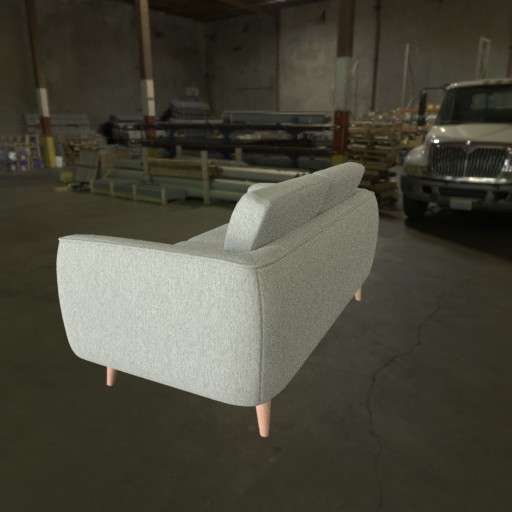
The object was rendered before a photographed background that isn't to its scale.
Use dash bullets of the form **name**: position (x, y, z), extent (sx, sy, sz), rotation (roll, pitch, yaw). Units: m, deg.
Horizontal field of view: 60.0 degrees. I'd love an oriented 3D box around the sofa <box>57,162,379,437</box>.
- **sofa**: position (0.000, 0.000, 2.210), extent (0.920, 0.850, 1.700), rotation (8, 19, 25)
